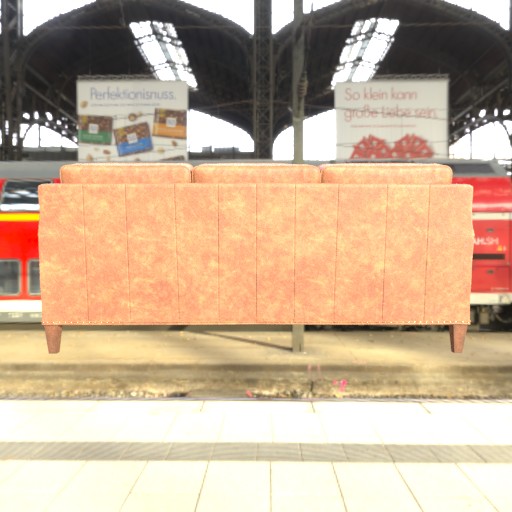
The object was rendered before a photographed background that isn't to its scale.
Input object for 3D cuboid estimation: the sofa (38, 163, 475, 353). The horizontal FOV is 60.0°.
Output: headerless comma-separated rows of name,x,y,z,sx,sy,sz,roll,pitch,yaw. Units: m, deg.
sofa,0.000,0.000,2.718,2.246,1.003,1.084,0,0,0
